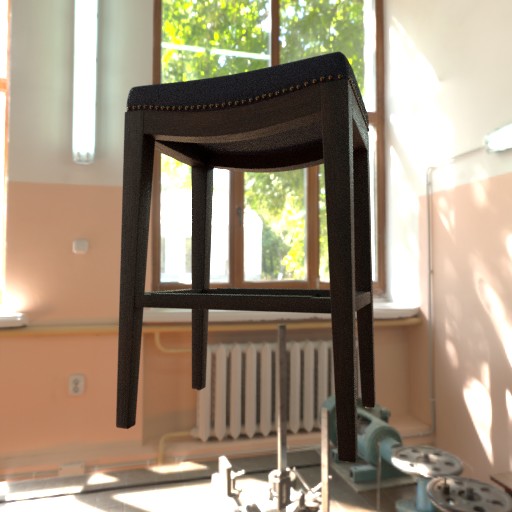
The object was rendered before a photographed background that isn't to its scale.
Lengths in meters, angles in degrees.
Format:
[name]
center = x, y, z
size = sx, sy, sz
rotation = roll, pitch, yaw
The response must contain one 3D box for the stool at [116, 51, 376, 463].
[stool]
center = 0.000, 0.000, 1.027
size = 0.498, 0.740, 0.358
rotation = -1, -2, 20
